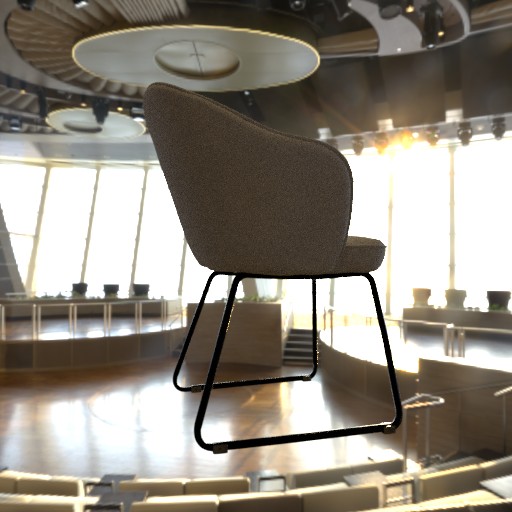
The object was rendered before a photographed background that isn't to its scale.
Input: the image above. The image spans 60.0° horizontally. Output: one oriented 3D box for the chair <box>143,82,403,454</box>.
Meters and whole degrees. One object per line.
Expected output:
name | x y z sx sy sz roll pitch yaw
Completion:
chair | 0.000 0.000 1.188 0.592 0.817 0.570 0 -1 -17
